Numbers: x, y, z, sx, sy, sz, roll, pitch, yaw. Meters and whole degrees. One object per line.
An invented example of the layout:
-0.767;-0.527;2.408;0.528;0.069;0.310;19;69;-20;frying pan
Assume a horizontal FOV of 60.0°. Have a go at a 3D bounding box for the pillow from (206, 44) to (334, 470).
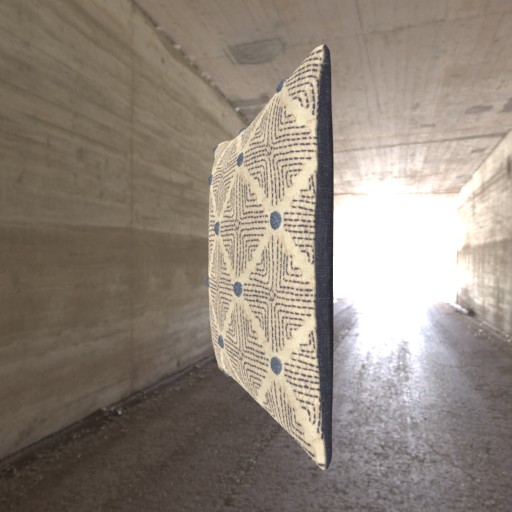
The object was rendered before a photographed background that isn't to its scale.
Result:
0.000;0.000;0.765;0.145;0.510;0.510;0;0;-19;pillow
